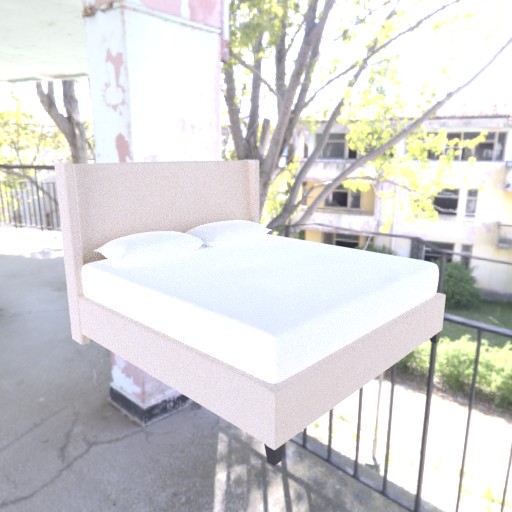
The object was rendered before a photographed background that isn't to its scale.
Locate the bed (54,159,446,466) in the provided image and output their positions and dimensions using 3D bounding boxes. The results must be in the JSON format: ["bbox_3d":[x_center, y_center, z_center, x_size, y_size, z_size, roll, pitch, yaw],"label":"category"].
[{"bbox_3d":[0.000,0.000,3.591,2.293,1.471,2.145,12,18,42],"label":"bed"}]
